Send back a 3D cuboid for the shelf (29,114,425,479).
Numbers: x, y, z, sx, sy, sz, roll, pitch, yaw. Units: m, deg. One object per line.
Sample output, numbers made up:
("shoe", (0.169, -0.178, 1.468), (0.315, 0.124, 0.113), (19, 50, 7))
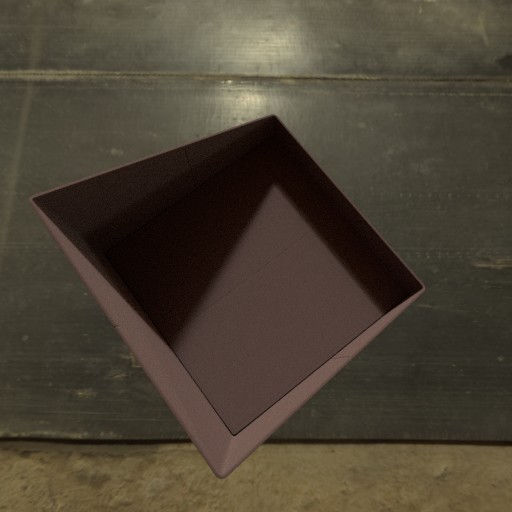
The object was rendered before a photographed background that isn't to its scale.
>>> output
("shelf", (0.000, 0.000, 0.489), (0.292, 0.210, 0.292), (-37, 79, -8))
